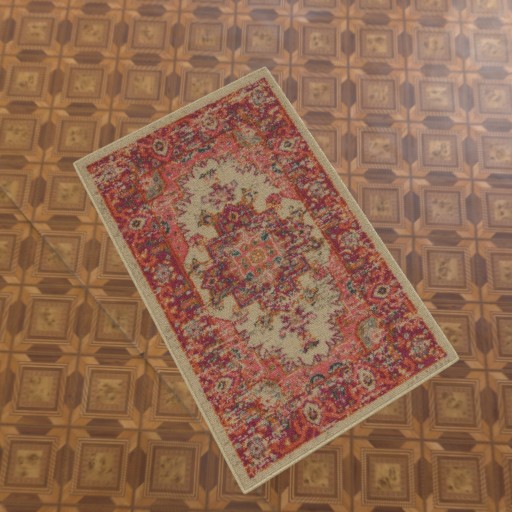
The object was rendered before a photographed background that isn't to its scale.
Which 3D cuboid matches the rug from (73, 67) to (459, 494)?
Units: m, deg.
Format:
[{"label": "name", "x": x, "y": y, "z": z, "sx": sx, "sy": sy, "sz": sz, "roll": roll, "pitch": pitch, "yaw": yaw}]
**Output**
[{"label": "rug", "x": 0.000, "y": 0.000, "z": 1.046, "sx": 0.556, "sy": 0.004, "sz": 0.868, "roll": -29, "pitch": 78, "yaw": -7}]
